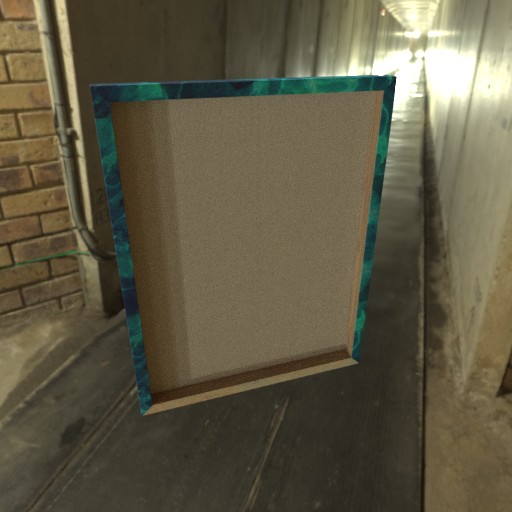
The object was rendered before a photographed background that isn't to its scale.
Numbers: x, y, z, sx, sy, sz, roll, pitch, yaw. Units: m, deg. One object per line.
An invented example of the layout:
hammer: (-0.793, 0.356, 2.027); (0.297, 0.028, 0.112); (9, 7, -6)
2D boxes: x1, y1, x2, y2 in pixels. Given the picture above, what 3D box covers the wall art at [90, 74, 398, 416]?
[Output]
wall art: (0.000, 0.000, 0.856); (0.508, 0.635, 0.038); (-9, 28, -17)
